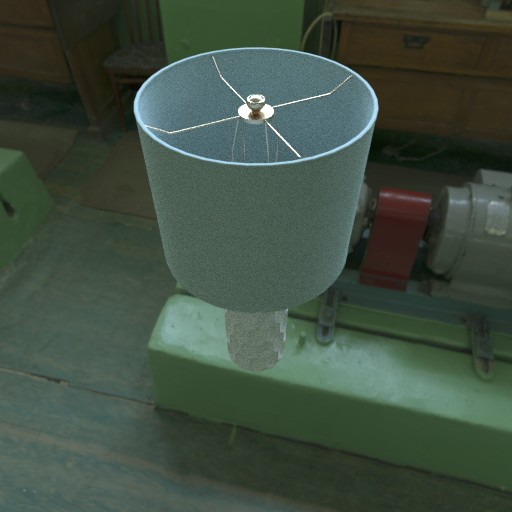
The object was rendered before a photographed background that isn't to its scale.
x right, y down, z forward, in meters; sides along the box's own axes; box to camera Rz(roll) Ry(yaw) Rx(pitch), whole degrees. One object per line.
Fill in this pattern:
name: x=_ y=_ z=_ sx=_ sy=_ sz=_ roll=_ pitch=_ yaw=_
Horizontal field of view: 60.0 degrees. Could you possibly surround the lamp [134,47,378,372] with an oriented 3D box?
lamp: x=0.000 y=0.000 z=0.702 sx=0.277 sy=0.534 sz=0.277 roll=9 pitch=47 yaw=8
